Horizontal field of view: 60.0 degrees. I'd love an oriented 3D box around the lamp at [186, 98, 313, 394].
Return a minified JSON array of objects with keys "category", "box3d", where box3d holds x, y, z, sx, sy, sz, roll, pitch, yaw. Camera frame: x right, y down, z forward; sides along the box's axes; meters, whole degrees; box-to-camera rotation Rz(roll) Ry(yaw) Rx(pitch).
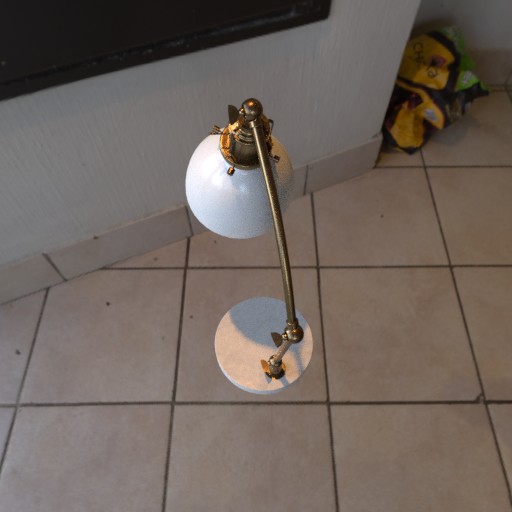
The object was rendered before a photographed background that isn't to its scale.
[{"category":"lamp","box3d":[0.000,0.000,0.659,0.186,0.522,0.317,-16,60,-10]}]
